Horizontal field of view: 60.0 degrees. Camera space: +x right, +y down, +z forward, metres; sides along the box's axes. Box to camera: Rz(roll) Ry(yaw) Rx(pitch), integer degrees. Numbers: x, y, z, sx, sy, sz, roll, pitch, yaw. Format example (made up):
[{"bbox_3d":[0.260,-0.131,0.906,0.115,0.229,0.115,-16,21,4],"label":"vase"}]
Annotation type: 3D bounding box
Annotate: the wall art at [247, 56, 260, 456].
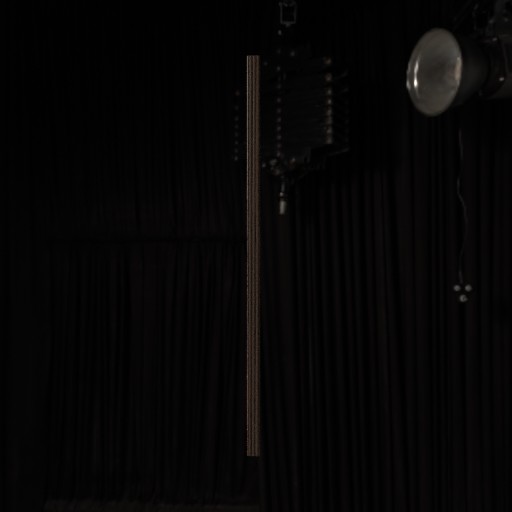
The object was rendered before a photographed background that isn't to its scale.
[{"bbox_3d":[0.000,0.000,0.704,0.013,0.406,0.508,0,0,1],"label":"wall art"}]
